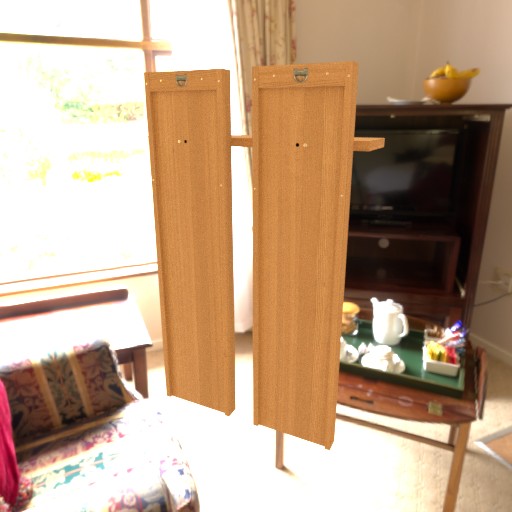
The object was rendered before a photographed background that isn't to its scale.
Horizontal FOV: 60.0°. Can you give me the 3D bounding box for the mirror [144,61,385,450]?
[{"bbox_3d":[0.000,0.000,1.617,0.800,1.250,0.260,9,19,25],"label":"mirror"}]
